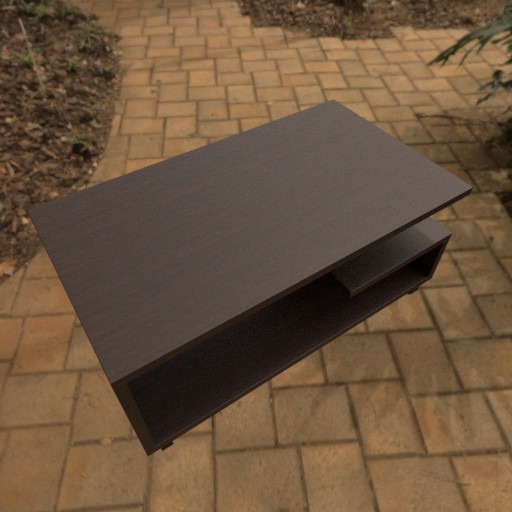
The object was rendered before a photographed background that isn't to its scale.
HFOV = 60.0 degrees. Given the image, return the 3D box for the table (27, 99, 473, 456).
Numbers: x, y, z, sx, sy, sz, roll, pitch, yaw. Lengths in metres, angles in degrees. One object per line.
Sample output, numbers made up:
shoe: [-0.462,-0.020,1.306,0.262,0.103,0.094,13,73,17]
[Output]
table: [0.000,0.000,1.361,1.050,0.460,0.590,-26,53,-22]
